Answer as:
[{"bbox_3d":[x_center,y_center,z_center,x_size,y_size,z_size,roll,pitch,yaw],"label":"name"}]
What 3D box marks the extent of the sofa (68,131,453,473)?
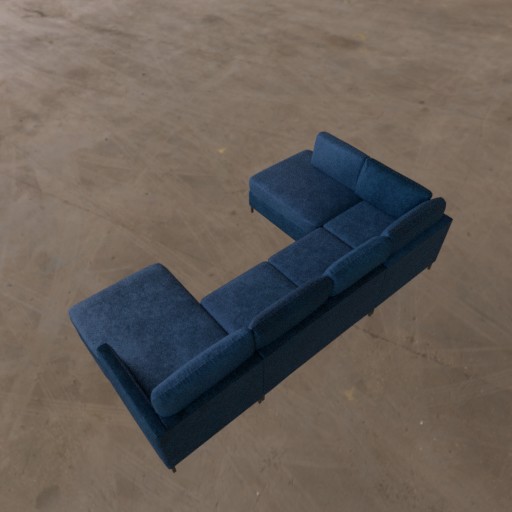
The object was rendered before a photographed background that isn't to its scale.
[{"bbox_3d":[0.000,0.000,4.340,3.434,0.992,2.055,-31,53,-26],"label":"sofa"}]
